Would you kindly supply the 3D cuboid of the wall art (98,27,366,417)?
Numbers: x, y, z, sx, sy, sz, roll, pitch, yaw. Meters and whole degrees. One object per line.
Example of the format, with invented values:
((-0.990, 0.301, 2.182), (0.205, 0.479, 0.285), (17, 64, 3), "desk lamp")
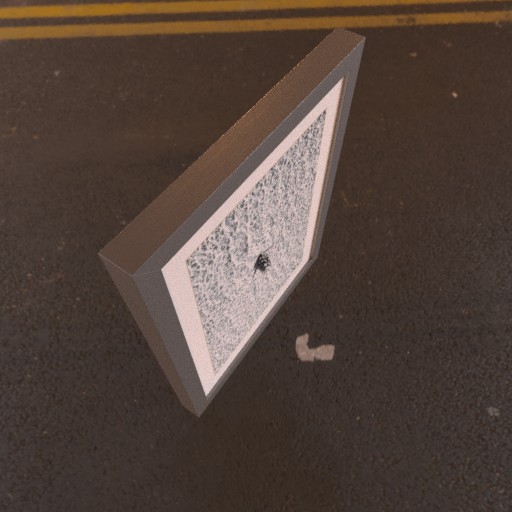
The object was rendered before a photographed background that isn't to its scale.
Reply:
((0.000, 0.000, 0.503), (0.030, 0.379, 0.308), (31, 62, 18), "wall art")
